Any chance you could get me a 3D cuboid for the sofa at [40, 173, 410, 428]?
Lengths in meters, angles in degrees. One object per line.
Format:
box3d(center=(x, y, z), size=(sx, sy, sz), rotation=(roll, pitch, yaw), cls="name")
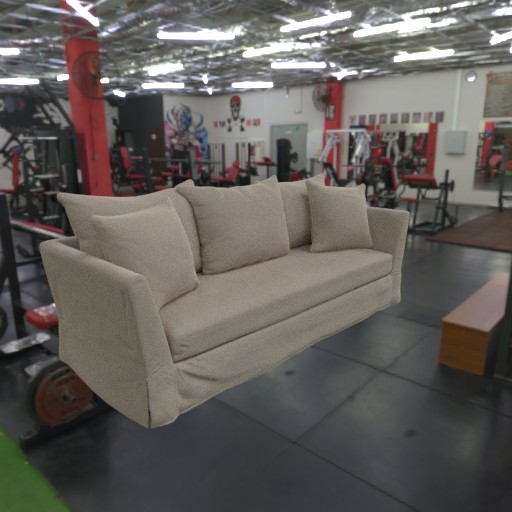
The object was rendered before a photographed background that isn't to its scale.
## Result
box3d(center=(0.000, 0.000, 3.065), size=(1.046, 1.047, 2.499), rotation=(14, 20, 43), cls="sofa")
